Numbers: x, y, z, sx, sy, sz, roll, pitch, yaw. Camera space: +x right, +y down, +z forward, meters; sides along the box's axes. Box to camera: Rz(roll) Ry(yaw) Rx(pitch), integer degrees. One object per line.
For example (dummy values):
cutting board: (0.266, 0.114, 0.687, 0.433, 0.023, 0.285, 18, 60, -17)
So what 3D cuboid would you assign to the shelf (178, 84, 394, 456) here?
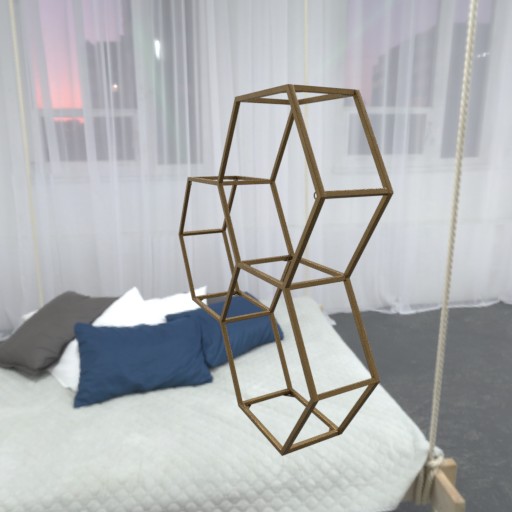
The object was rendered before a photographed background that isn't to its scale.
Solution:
shelf: (0.000, 0.000, 1.057, 0.150, 0.701, 0.708, -7, 15, -27)
